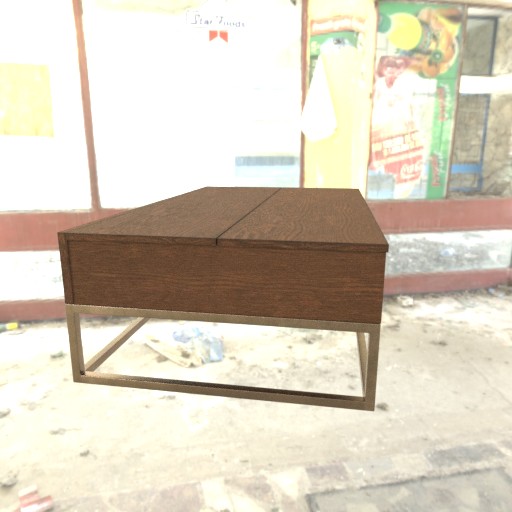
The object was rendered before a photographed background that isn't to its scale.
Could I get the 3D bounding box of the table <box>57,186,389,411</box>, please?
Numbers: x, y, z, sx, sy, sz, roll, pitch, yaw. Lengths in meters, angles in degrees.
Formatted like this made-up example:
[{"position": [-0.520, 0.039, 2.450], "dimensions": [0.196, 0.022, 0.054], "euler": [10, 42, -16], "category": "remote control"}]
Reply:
[{"position": [0.000, 0.000, 1.507], "dimensions": [0.719, 0.361, 1.167], "euler": [2, 14, 10], "category": "table"}]
